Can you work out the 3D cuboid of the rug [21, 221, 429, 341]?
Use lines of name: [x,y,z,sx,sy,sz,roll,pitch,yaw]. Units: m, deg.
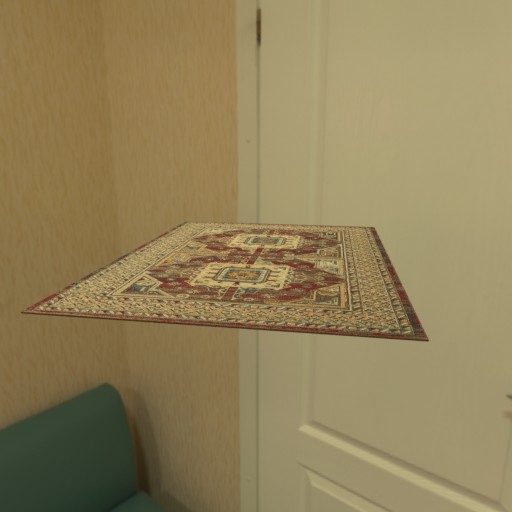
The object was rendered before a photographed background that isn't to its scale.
rug: [0.000,0.000,4.046,2.381,0.013,3.197,2,15,9]
